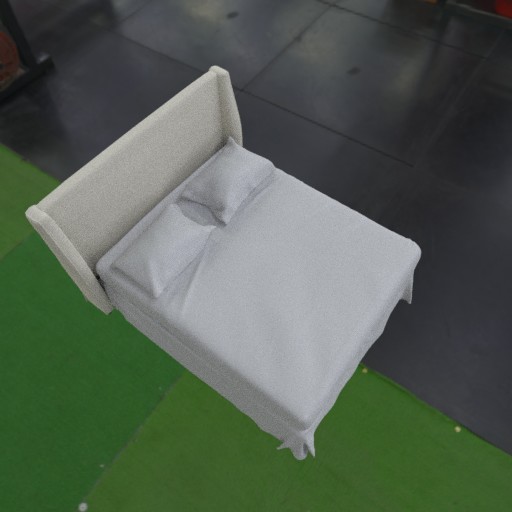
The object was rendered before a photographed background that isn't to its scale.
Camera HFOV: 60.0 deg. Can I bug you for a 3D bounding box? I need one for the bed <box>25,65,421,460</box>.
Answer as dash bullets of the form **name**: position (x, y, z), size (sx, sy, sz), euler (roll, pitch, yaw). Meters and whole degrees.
- **bed**: position (0.000, 0.000, 3.388), size (2.276, 1.332, 1.925), euler (33, 63, 19)
